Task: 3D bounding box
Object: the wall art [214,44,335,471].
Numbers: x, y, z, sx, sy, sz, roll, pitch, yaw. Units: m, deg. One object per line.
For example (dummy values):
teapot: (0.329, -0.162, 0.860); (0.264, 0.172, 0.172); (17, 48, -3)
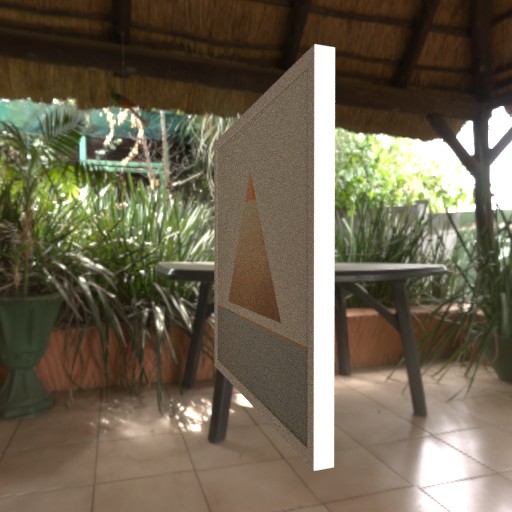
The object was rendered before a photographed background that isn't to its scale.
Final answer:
wall art: (0.000, 0.000, 1.163); (0.041, 0.765, 0.768); (0, 1, -19)
